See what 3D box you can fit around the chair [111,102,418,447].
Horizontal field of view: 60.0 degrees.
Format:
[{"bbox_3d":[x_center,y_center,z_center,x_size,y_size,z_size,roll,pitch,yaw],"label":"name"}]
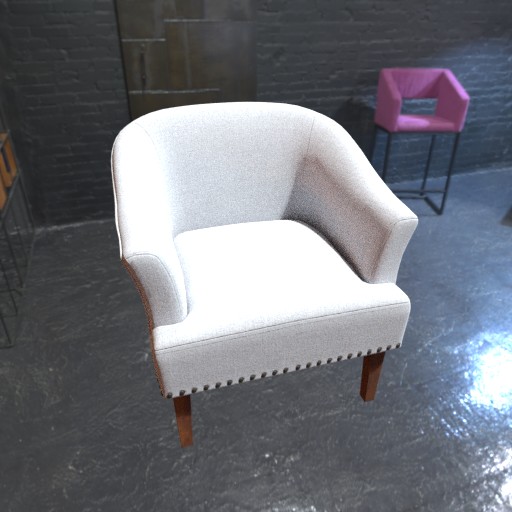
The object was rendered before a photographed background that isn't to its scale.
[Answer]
[{"bbox_3d":[0.000,0.000,1.401,0.798,0.815,0.704,-8,31,-14],"label":"chair"}]
